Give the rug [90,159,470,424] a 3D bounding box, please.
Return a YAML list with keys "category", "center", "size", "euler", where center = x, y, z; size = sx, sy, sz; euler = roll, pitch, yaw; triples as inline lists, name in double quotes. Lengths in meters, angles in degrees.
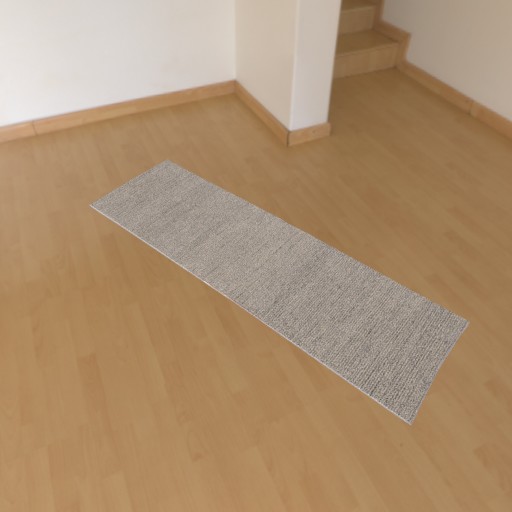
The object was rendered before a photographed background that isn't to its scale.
- category: "rug"
  center: [0.000, 0.000, 2.608]
  size: [2.320, 0.032, 0.692]
  euler: [31, 53, 27]
